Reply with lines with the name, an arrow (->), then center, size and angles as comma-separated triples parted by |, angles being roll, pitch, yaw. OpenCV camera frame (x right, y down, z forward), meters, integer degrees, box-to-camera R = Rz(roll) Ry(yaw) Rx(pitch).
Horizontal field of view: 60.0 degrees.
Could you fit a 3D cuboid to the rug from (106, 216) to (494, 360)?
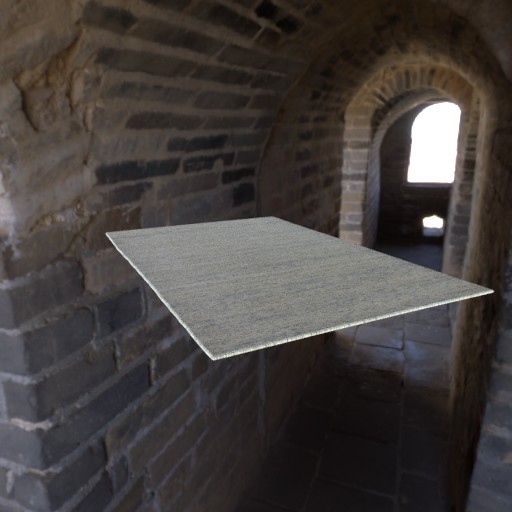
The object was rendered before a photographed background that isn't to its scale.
rug -> 0.000, 0.000, 2.849 | 1.523, 0.017, 2.263 | -8, 17, -26
